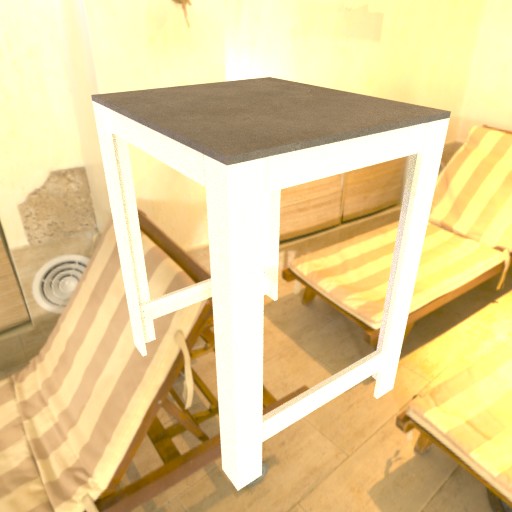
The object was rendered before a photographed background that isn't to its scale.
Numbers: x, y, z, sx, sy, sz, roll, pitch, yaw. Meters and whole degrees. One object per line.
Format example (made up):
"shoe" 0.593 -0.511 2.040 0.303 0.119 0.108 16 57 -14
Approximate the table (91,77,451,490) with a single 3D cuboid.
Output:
"table" 0.000 0.000 1.532 0.700 1.020 0.800 -19 35 -30
